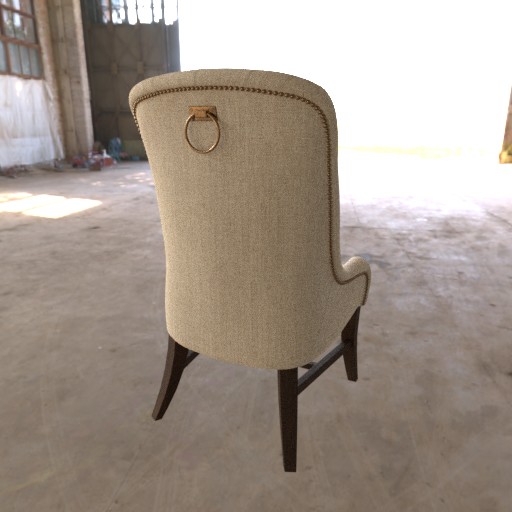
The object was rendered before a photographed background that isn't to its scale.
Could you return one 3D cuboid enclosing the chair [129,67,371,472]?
[{"bbox_3d":[0.000,0.000,1.461,0.634,1.091,0.629,9,19,27],"label":"chair"}]
